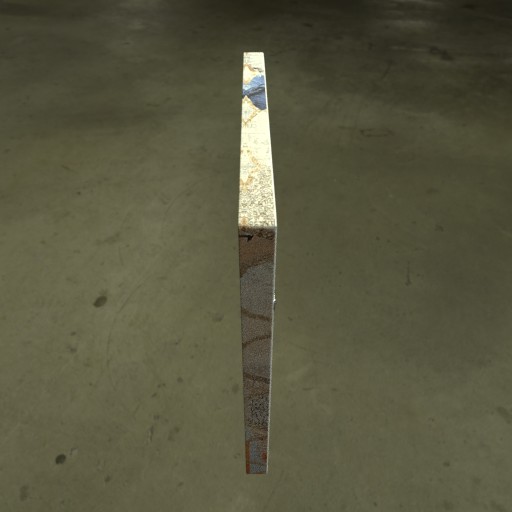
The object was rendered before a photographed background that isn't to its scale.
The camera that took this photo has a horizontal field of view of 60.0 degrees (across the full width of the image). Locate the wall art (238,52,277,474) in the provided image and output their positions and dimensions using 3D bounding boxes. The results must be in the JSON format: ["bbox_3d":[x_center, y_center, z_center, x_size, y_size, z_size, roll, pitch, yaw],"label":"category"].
[{"bbox_3d":[0.000,0.000,0.749,0.038,0.508,0.507,0,41,0],"label":"wall art"}]
